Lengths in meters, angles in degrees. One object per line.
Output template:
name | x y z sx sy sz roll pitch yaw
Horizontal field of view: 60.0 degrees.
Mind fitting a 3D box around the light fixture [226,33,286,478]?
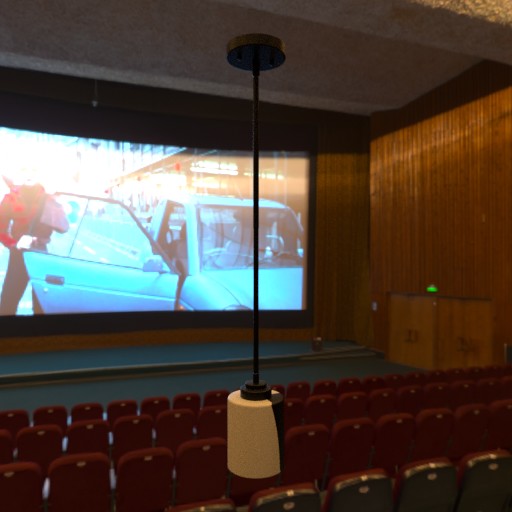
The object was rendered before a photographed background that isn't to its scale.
light fixture | 0.000 0.000 0.919 0.123 0.863 0.123 0 0 -20
